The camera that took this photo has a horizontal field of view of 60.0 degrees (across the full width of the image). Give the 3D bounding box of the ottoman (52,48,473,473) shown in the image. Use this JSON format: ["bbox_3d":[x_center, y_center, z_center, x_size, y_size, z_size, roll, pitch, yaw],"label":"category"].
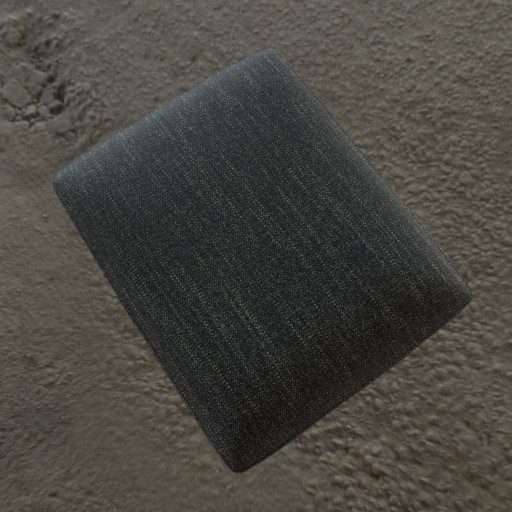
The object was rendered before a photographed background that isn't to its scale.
[{"bbox_3d":[0.000,0.000,1.194,0.667,0.491,0.814,-34,79,-8],"label":"ottoman"}]
